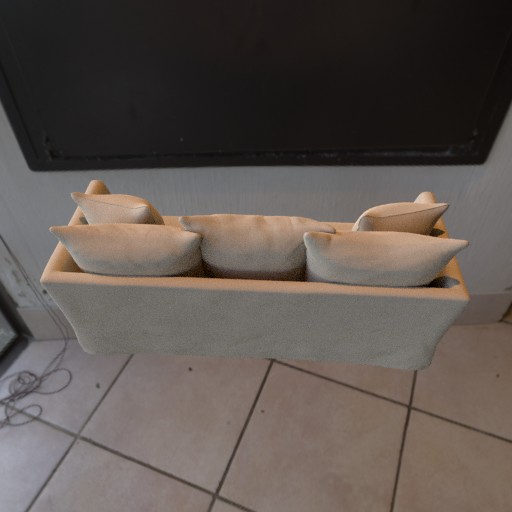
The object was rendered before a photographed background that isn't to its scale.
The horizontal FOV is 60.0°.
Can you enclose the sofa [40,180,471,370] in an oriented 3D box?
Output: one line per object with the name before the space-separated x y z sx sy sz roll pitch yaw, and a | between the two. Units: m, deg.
sofa | 0.000 0.000 3.031 2.499 1.047 1.046 2 46 2
